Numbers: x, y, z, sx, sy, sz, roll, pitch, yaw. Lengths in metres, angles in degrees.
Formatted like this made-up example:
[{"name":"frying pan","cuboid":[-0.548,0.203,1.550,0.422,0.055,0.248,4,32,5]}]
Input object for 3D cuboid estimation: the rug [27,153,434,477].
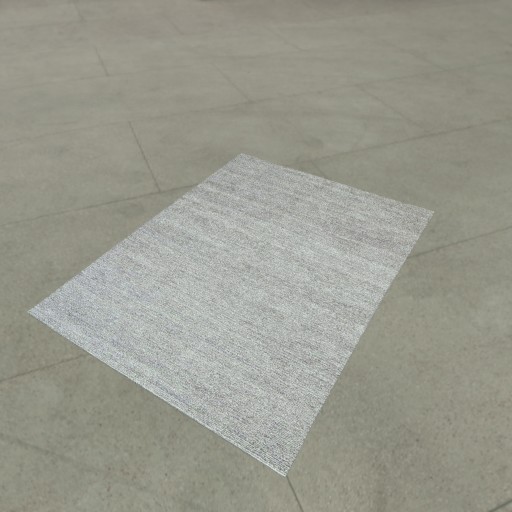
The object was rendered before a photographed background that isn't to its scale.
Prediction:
[{"name":"rug","cuboid":[0.000,0.000,4.140,2.434,0.045,3.202,23,46,24]}]
